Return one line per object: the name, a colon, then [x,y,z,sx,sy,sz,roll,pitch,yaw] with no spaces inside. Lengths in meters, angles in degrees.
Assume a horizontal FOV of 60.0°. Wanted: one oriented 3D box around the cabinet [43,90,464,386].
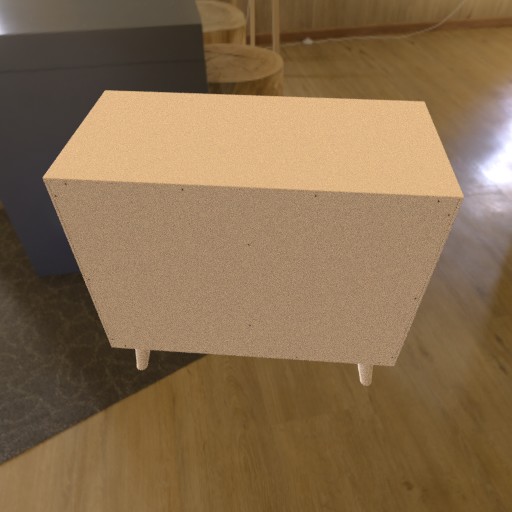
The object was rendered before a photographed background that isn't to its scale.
cabinet: [0.000,0.000,1.246,0.800,0.761,0.398,3,45,3]
